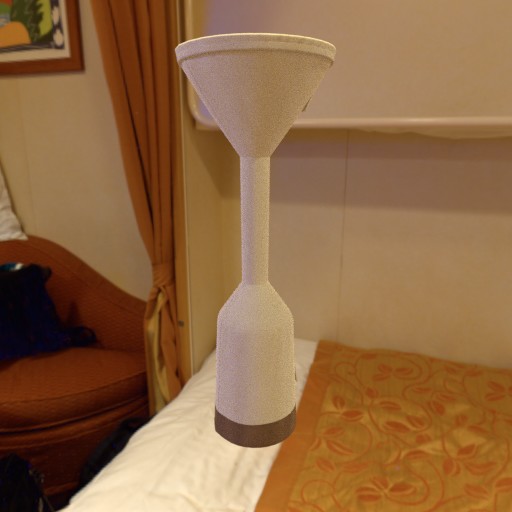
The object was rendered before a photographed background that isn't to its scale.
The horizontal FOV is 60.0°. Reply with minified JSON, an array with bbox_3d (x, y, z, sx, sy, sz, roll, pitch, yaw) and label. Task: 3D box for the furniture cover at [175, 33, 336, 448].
[{"bbox_3d":[0.000,0.000,2.830,0.914,2.413,0.914,-7,16,-26],"label":"furniture cover"}]
